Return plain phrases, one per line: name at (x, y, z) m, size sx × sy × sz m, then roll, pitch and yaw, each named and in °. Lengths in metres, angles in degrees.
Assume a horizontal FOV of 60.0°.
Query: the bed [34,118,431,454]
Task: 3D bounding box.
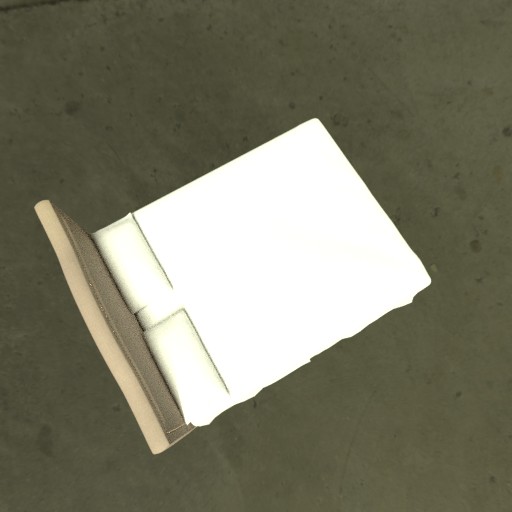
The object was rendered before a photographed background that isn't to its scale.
bed at (0.000, 0.000, 3.370) m, size 2.282 × 1.436 × 1.821 m, roll -29°, pitch 77°, yaw -8°
